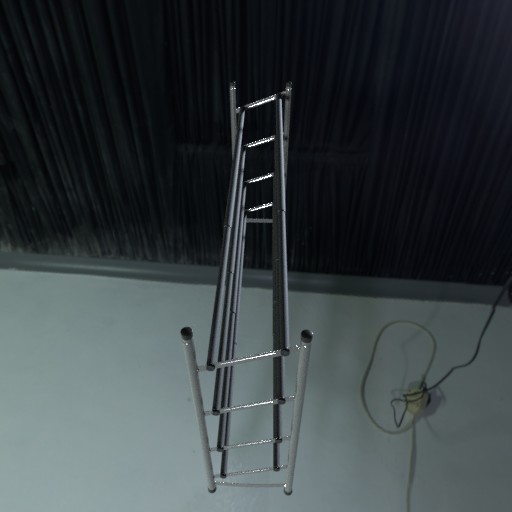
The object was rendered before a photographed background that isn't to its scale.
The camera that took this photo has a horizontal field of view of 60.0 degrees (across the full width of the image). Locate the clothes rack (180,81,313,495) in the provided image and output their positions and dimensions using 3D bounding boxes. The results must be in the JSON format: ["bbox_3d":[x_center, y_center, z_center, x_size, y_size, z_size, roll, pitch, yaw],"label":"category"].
[{"bbox_3d":[0.000,0.000,1.401,0.229,0.672,1.168,1,42,1],"label":"clothes rack"}]
